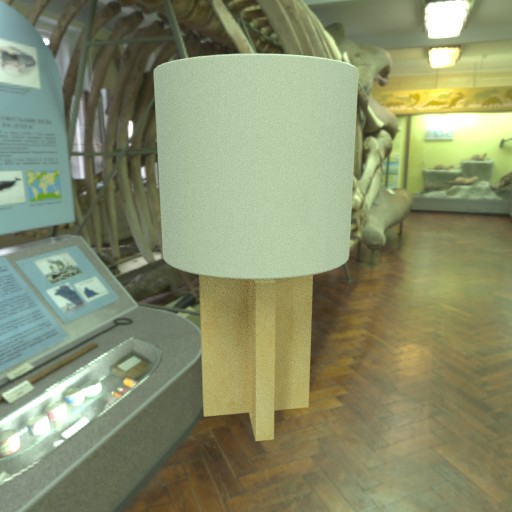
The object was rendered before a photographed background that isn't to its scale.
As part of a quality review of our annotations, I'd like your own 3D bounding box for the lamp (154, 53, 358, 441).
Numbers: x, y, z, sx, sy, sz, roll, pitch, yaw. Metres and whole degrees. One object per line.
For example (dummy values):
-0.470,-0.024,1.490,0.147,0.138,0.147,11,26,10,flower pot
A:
0.000,0.000,0.556,0.229,0.428,0.229,-2,14,-8,lamp
